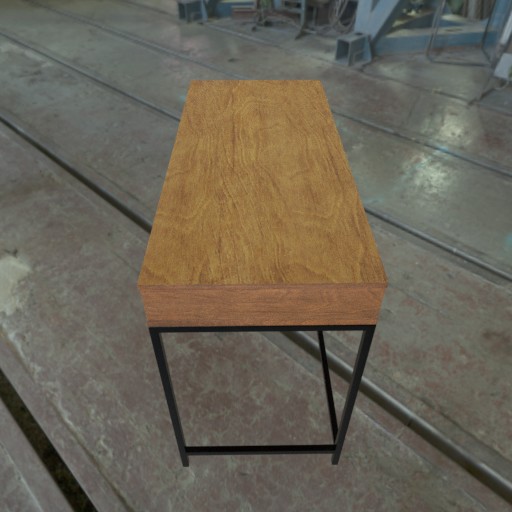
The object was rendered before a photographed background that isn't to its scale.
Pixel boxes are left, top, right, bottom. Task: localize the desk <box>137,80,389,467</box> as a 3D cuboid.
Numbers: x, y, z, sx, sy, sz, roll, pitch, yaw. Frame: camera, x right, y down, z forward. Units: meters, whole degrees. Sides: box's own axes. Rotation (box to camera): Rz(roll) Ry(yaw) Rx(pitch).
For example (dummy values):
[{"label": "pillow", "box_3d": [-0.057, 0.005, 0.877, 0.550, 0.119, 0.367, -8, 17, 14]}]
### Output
[{"label": "desk", "box_3d": [0.000, 0.000, 1.437, 0.470, 0.762, 1.016, -1, 41, -1]}]
